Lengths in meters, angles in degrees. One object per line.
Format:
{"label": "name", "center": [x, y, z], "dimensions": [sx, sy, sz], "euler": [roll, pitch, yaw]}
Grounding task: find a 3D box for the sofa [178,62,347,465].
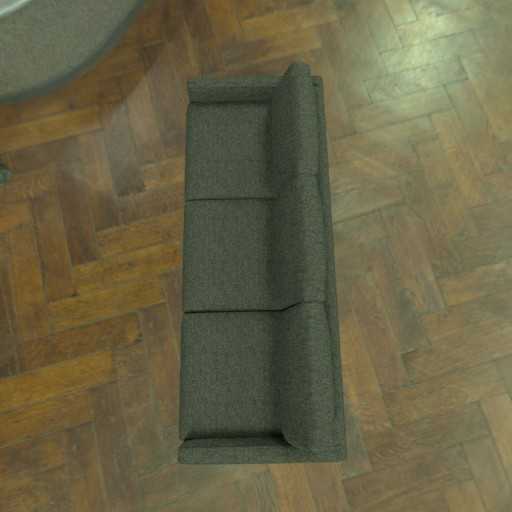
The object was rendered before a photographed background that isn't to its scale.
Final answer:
{"label": "sofa", "center": [0.000, 0.000, 2.658], "dimensions": [0.876, 0.879, 2.253], "euler": [-1, 75, 0]}
